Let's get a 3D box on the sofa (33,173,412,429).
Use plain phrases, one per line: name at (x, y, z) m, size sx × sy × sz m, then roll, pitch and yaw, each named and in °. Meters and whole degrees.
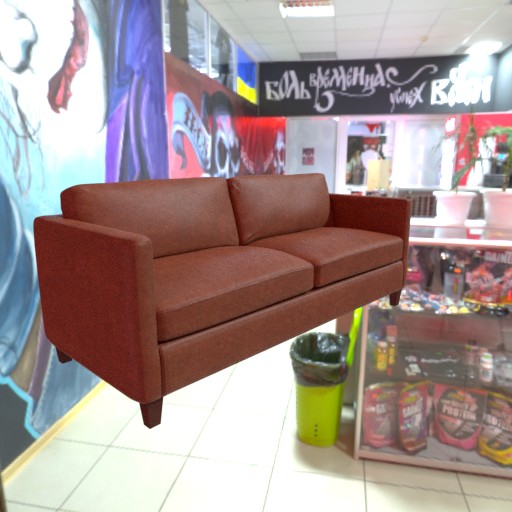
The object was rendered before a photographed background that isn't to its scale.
sofa at (0.000, 0.000, 2.663) m, size 0.950 × 0.932 × 2.204 m, roll 12°, pitch 17°, yaw 43°
